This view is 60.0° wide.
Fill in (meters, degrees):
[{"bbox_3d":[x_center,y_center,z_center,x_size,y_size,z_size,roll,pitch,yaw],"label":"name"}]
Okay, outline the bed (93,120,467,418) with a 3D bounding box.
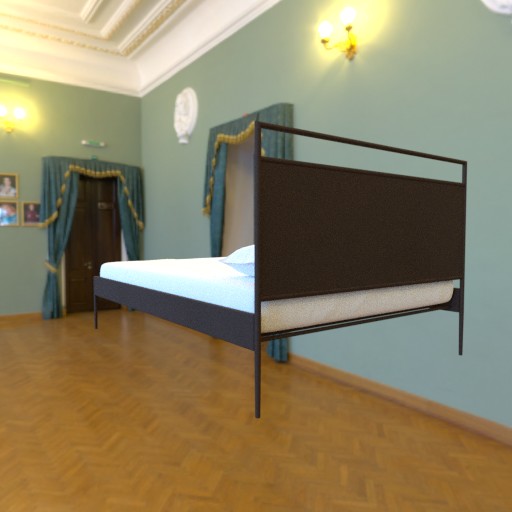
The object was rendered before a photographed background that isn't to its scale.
[{"bbox_3d":[0.000,0.000,3.051,1.572,1.173,2.122,-2,3,-37],"label":"bed"}]
